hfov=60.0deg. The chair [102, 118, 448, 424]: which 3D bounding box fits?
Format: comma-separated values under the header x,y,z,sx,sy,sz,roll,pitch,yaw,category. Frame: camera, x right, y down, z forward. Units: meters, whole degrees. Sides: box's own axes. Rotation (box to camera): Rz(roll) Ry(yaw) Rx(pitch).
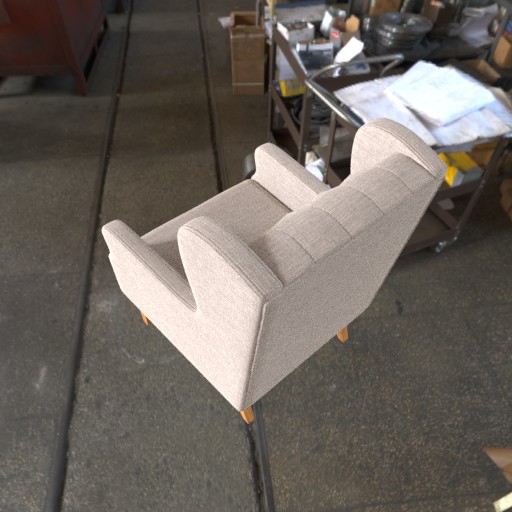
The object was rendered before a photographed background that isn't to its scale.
x,y,z,sx,sy,sz,roll,pitch,yaw,category
0.000,0.000,1.463,0.710,0.930,0.760,-33,56,-26,chair
